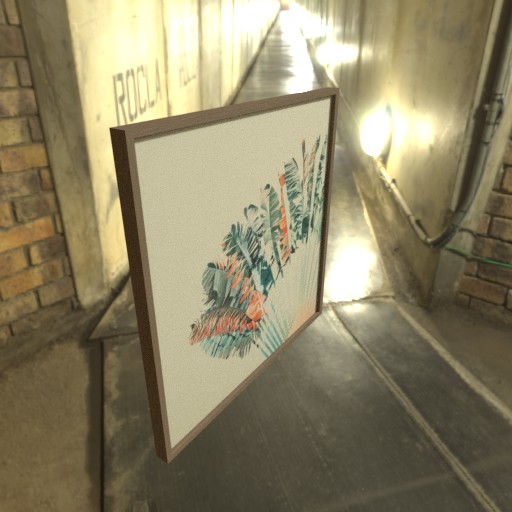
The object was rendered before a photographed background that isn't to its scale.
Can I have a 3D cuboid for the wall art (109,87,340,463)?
[{"bbox_3d":[0.000,0.000,1.149,0.038,0.758,0.761,18,31,31],"label":"wall art"}]
